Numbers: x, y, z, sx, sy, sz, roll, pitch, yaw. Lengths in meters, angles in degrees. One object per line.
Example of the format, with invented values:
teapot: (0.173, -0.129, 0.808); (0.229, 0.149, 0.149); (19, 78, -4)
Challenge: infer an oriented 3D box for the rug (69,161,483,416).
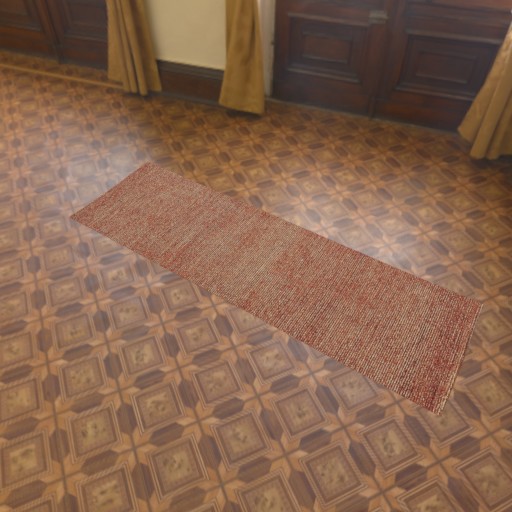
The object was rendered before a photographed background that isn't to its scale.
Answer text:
rug: (0.000, 0.000, 2.529); (2.353, 0.013, 0.718); (25, 51, 23)
